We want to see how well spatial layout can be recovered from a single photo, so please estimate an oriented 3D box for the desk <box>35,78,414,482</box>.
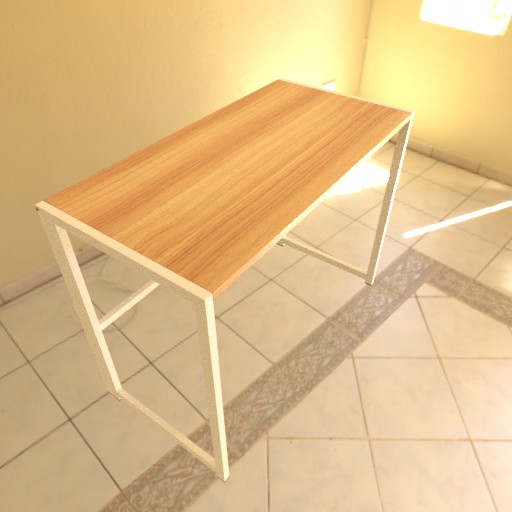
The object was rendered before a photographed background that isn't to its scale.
[{"bbox_3d":[0.000,0.000,1.451,0.508,0.762,1.016,25,47,26],"label":"desk"}]
